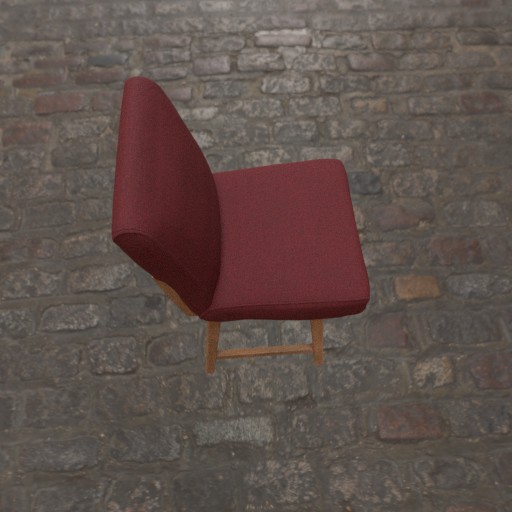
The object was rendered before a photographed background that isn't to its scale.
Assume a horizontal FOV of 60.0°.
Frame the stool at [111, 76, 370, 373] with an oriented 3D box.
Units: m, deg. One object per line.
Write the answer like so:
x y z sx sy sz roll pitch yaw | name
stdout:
0.000 0.000 1.333 0.562 1.038 0.468 -4 63 -2 | stool
